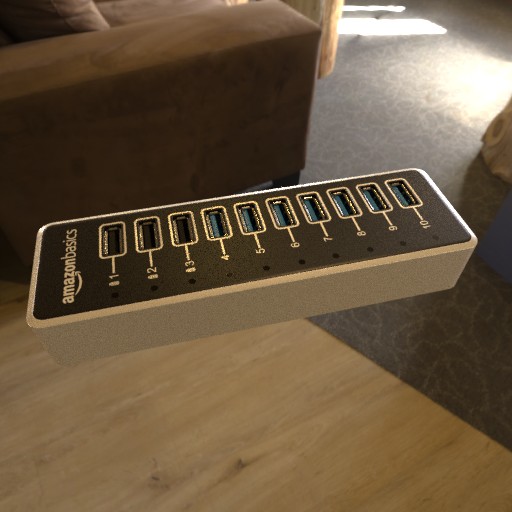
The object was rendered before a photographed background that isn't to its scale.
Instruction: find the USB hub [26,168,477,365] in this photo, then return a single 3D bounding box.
[{"bbox_3d":[0.000,0.000,0.158,0.145,0.023,0.044,-10,49,-9],"label":"USB hub"}]
